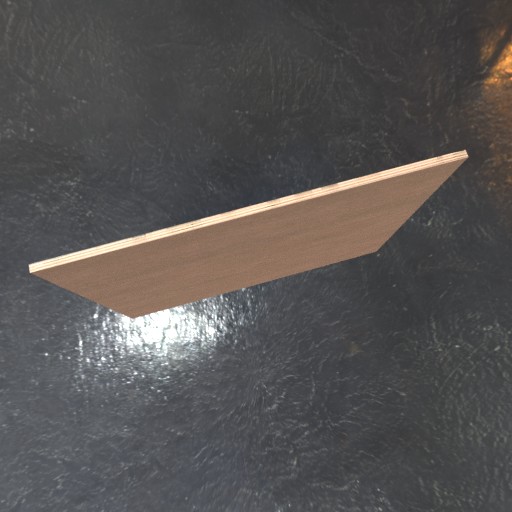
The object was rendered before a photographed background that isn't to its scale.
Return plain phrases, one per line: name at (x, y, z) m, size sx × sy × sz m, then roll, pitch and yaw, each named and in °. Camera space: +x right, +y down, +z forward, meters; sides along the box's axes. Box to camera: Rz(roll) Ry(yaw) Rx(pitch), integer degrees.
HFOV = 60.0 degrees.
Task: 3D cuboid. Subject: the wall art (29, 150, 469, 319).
wall art at (0.000, 0.000, 0.693) m, size 0.508 × 0.408 × 0.010 m, roll -15°, pitch 76°, yaw -4°
